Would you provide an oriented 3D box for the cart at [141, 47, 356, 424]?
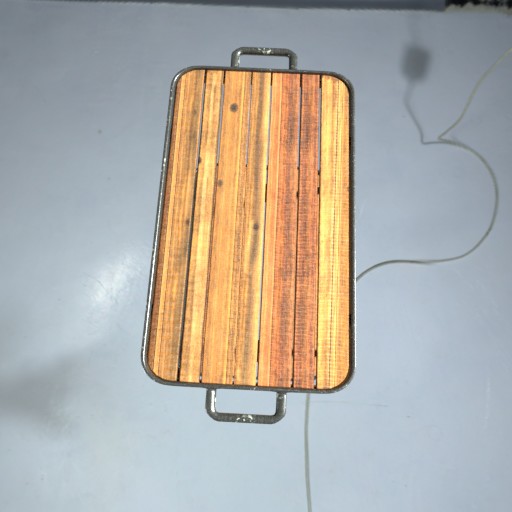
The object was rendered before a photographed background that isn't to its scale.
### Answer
[{"bbox_3d":[0.000,0.000,1.245,0.515,0.700,0.806,3,76,1],"label":"cart"}]
